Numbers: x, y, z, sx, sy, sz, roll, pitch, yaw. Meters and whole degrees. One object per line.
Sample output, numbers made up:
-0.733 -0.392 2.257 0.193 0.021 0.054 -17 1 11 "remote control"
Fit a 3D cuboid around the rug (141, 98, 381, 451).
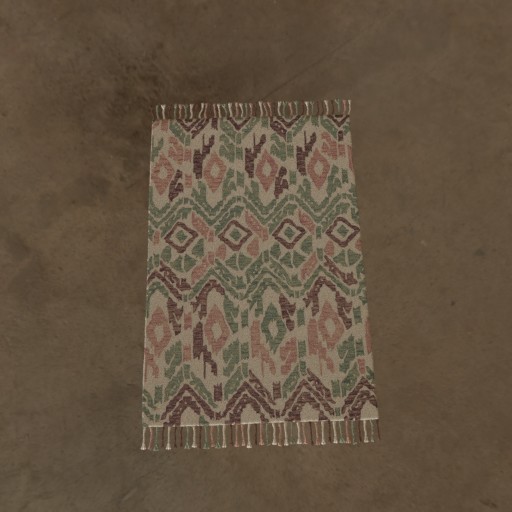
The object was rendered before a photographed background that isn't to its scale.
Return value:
0.000 0.000 3.042 1.524 0.011 2.438 -2 75 0 "rug"
